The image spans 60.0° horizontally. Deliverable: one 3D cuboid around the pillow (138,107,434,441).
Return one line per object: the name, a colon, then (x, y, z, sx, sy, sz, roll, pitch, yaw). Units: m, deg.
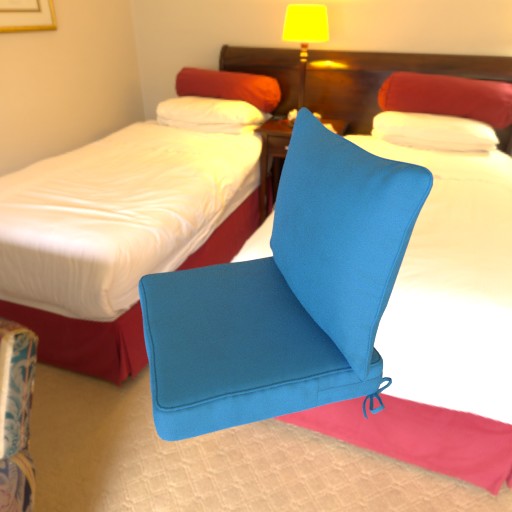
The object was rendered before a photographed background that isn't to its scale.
pillow: (0.000, 0.000, 1.361, 0.733, 0.725, 0.798, -8, 30, -14)
